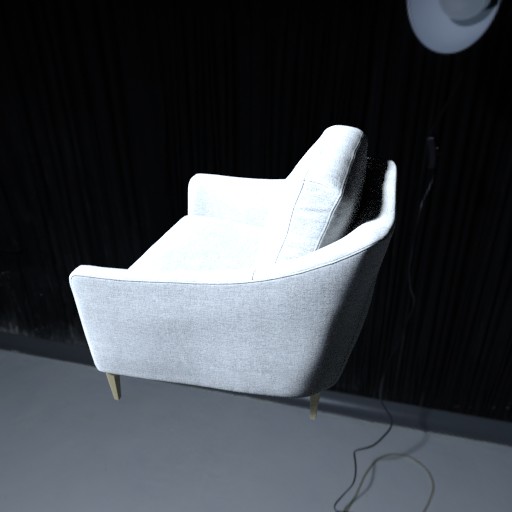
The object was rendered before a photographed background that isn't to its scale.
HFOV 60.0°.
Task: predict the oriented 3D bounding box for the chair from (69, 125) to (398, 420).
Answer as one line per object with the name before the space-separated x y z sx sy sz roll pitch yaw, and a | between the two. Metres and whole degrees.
chair | 0.000 0.000 1.717 0.961 0.902 0.986 8 30 14
